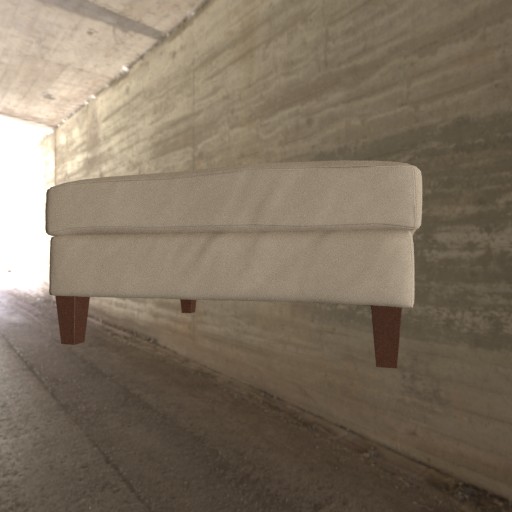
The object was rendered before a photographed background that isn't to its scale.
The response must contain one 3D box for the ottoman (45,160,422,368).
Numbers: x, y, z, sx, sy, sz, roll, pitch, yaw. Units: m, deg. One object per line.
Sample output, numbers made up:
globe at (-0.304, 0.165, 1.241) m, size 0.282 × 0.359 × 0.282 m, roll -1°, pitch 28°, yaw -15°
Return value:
ottoman at (0.000, 0.000, 1.465) m, size 1.002 × 0.492 × 0.836 m, roll 0°, pitch 0°, yaw 18°
